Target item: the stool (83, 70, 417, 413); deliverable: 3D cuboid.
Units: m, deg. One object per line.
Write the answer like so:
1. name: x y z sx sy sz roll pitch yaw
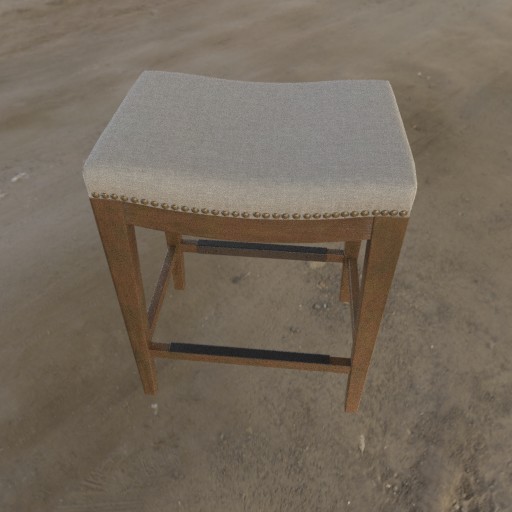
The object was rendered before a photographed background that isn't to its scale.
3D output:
1. stool: 0.000 0.000 0.948 0.508 0.660 0.356 4 46 4
